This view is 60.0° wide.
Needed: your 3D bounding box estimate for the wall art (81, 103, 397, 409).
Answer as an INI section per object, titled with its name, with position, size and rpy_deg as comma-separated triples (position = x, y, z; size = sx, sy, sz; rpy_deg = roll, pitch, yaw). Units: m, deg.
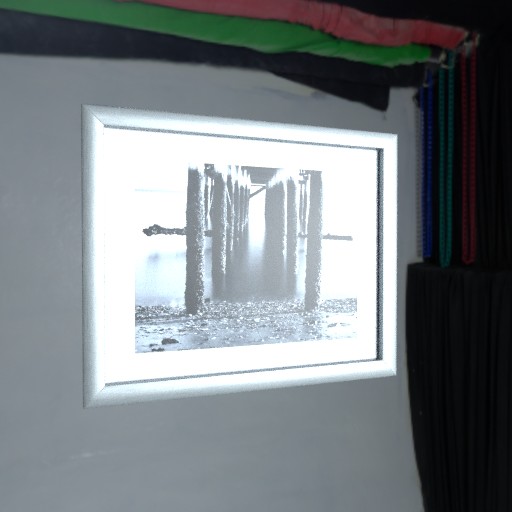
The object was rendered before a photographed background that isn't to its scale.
[wall art]
position = 0.000, 0.000, 0.761
size = 0.556, 0.457, 0.028
rpy_deg = 0, 1, -19
